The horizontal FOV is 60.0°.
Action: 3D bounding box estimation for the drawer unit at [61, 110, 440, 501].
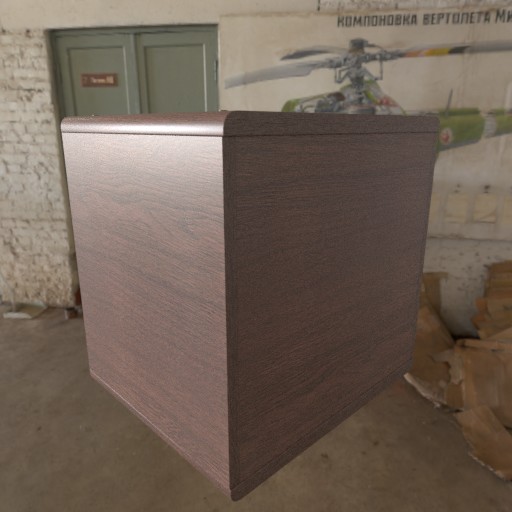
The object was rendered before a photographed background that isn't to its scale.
[{"bbox_3d":[0.000,0.000,0.568,0.344,0.344,0.290,-15,22,-42],"label":"drawer unit"}]
